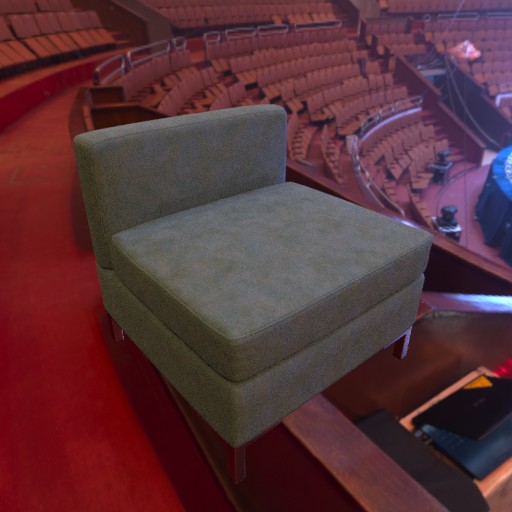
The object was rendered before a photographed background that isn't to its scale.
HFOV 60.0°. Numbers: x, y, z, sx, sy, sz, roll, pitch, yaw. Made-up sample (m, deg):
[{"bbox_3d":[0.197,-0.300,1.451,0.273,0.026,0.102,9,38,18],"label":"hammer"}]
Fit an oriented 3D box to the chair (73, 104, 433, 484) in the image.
[{"bbox_3d":[0.000,0.000,1.213,0.684,0.660,0.685,-22,36,-34],"label":"chair"}]
